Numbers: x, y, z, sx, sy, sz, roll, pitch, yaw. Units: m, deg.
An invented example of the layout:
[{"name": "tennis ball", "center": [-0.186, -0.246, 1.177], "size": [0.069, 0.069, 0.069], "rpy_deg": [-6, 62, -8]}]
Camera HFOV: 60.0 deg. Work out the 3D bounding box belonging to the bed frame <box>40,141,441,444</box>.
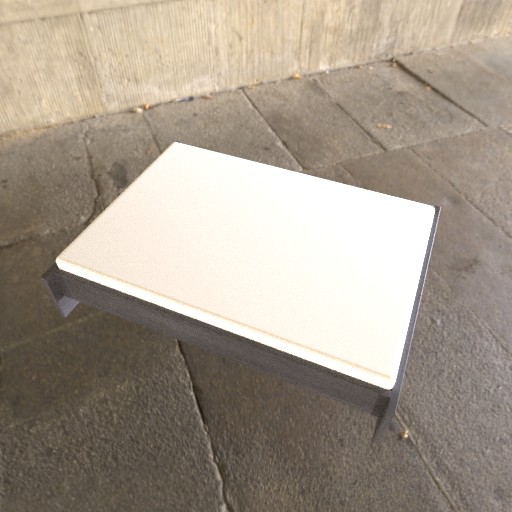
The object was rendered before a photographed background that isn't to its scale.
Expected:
[{"name": "bed frame", "center": [0.000, 0.000, 2.751], "size": [1.950, 0.432, 1.490], "rpy_deg": [17, 49, 16]}]
